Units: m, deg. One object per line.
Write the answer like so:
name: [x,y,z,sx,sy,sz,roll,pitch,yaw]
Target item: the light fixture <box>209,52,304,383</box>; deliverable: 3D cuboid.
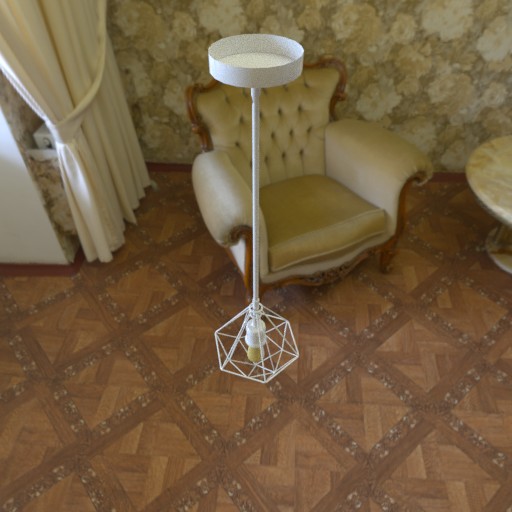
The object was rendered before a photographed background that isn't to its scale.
light fixture: [0.000,0.000,1.977,0.487,1.764,0.431,-31,52,-28]
